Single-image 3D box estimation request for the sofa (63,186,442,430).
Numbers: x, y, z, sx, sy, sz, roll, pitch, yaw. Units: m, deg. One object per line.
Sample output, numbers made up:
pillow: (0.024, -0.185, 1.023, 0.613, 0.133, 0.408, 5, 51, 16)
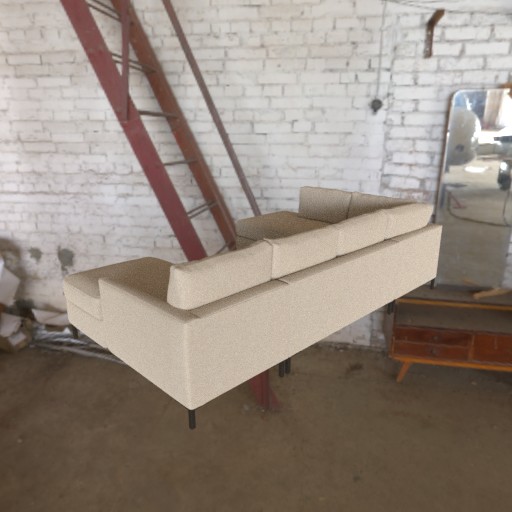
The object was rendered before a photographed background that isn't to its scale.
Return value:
sofa: (0.000, 0.000, 3.810, 2.984, 0.862, 1.989, -16, 23, -42)
